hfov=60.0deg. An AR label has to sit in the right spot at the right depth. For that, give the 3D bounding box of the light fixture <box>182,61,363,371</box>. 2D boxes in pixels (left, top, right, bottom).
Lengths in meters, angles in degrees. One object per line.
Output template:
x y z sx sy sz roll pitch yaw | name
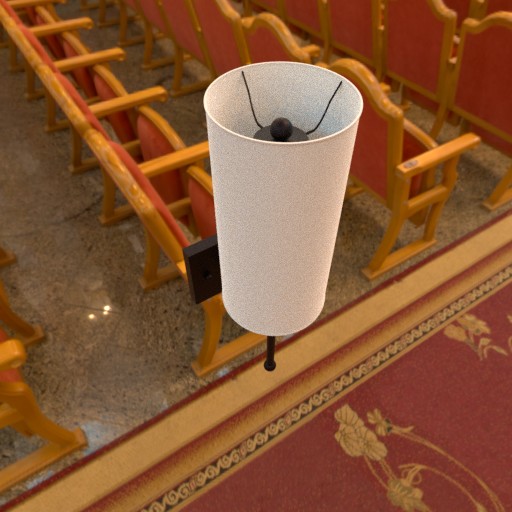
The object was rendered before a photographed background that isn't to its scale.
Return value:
0.000 0.000 0.553 0.128 0.462 0.208 -26 53 -21 | light fixture
